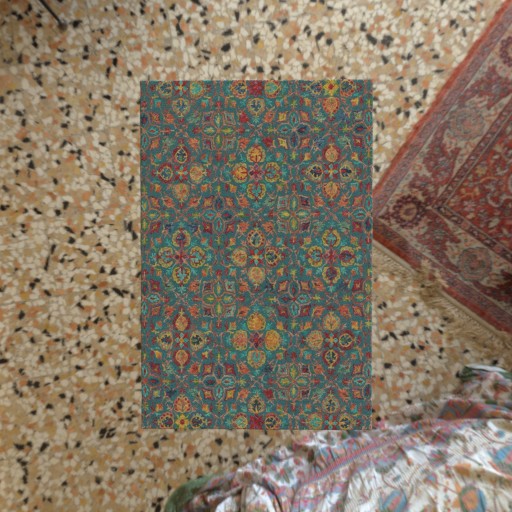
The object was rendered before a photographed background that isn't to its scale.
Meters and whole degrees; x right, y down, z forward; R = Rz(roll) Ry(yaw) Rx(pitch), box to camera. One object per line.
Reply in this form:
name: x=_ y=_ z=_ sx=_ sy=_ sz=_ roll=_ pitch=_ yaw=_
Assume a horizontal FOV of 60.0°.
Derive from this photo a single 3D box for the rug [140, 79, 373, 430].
rug: x=0.000 y=0.000 z=2.325 sx=1.216 sy=0.014 sz=1.836 roll=0 pitch=91 yaw=1
